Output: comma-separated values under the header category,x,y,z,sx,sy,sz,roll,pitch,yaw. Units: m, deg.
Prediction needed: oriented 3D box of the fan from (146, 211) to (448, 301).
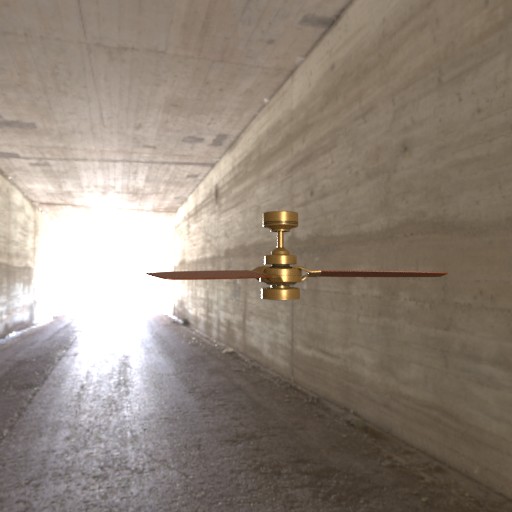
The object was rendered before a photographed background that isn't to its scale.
category,x,y,z,sx,sy,sz,roll,pitch,yaw
fan,0.000,0.000,2.059,1.416,0.425,1.271,-1,-2,37
